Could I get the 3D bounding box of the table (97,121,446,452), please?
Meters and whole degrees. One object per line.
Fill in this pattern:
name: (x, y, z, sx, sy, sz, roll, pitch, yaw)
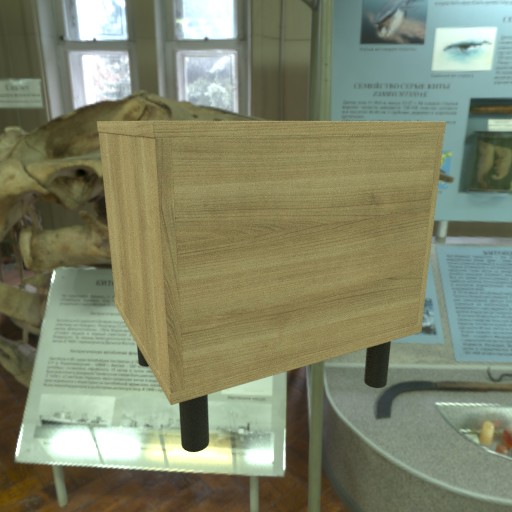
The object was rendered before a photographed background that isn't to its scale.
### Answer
table: (0.000, 0.000, 0.792, 0.445, 0.460, 0.380, -9, 19, -26)
